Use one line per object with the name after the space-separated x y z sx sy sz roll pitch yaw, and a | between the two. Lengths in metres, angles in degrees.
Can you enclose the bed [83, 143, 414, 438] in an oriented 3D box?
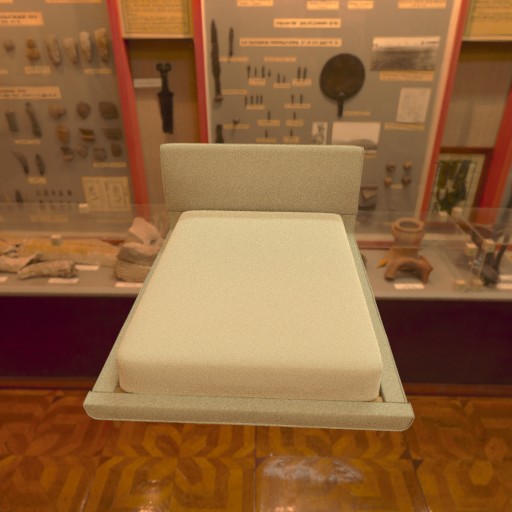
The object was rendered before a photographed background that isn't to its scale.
0.000 0.000 3.314 1.840 1.067 2.368 1 30 2 | bed
